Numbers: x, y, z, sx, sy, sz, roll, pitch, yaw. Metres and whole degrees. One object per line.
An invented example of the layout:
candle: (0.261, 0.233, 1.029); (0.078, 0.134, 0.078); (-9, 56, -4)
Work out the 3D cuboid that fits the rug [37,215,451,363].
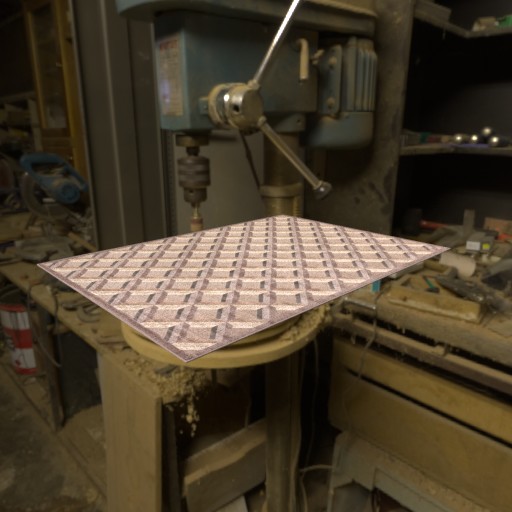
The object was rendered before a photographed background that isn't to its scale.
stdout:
rug: (0.000, 0.000, 4.322); (3.294, 0.018, 2.382); (-15, 23, -41)
